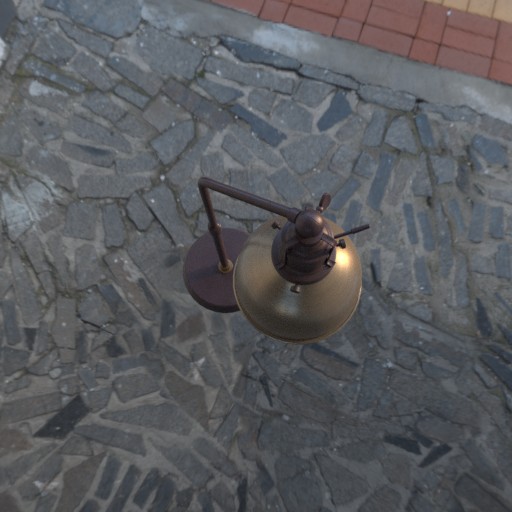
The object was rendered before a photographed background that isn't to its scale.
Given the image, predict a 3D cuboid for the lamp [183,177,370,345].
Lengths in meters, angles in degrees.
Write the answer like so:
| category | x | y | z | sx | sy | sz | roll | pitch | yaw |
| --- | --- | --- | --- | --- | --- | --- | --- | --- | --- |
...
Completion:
| category | x | y | z | sx | sy | sz | roll | pitch | yaw |
| --- | --- | --- | --- | --- | --- | --- | --- | --- | --- |
| lamp | 0.000 | 0.000 | 0.606 | 0.298 | 0.469 | 0.175 | 35 | 78 | 9 |
